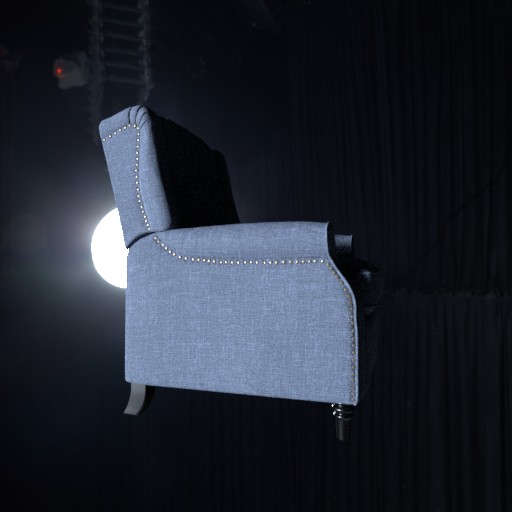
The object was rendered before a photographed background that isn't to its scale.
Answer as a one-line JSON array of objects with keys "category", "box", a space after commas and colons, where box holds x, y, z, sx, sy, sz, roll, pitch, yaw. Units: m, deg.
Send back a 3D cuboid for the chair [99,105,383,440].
[{"category": "chair", "box": [0.000, 0.000, 1.641, 0.898, 1.035, 0.742, 0, -1, 18]}]
